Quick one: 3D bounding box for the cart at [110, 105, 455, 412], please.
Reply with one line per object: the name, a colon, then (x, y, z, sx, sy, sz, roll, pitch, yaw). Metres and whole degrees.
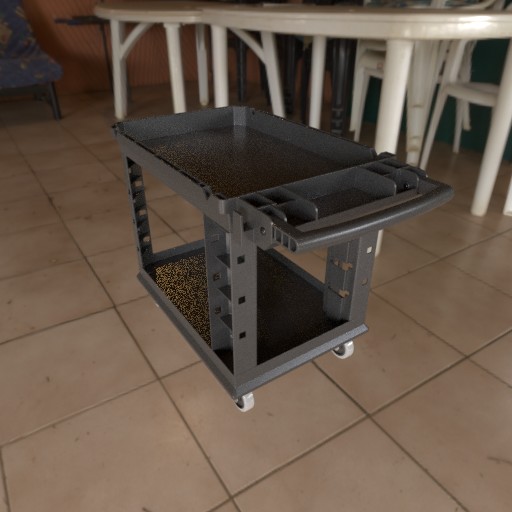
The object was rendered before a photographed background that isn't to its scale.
cart: (0.000, 0.000, 1.769, 0.674, 0.884, 1.239, -19, 35, -29)
